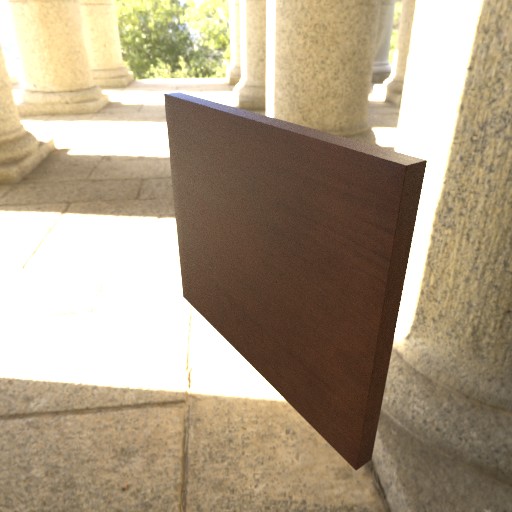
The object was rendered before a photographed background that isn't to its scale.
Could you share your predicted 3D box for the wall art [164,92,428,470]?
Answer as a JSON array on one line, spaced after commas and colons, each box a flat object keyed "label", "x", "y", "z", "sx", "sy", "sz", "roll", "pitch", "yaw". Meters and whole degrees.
[{"label": "wall art", "x": 0.000, "y": 0.000, "z": 0.749, "sx": 0.033, "sy": 0.457, "sz": 0.558, "roll": -18, "pitch": 33, "yaw": -30}]
